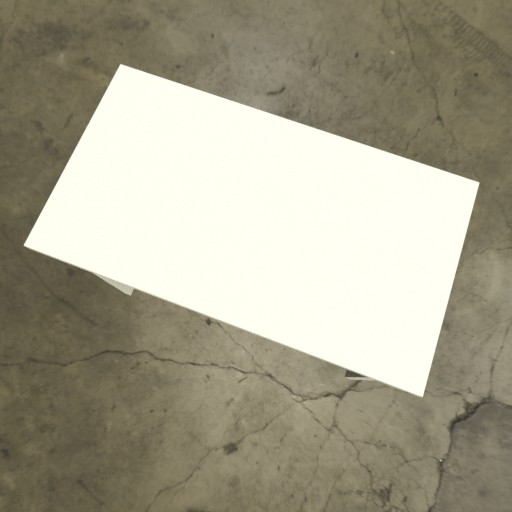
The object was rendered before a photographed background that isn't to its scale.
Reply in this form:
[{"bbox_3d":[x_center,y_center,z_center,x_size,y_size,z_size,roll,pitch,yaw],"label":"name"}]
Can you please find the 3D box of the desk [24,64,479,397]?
[{"bbox_3d":[0.000,0.000,1.341,0.900,0.729,0.498,20,76,5],"label":"desk"}]
